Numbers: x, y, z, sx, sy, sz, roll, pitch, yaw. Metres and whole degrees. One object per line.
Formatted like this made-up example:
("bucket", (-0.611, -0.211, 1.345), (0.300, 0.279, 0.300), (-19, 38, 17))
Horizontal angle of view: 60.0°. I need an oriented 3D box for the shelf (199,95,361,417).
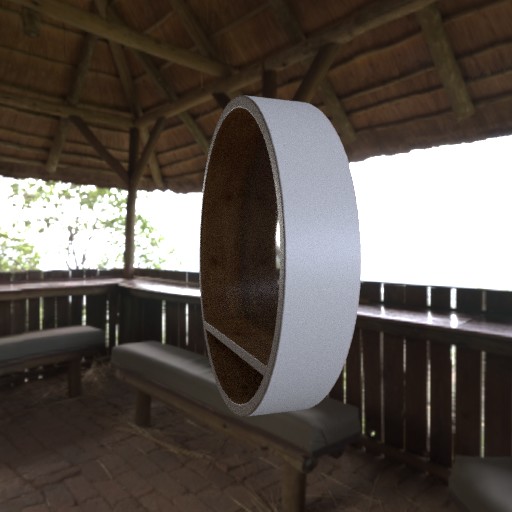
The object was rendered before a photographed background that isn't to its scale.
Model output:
("shelf", (0.000, 0.000, 1.199), (0.158, 0.807, 0.806), (0, 1, -18))
